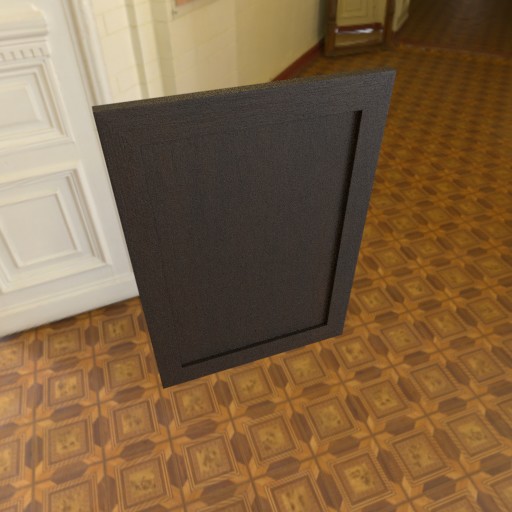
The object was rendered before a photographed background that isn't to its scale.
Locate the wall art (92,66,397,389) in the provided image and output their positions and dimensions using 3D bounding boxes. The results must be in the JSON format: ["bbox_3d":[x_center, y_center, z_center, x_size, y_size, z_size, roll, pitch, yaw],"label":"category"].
[{"bbox_3d":[0.000,0.000,0.672,0.359,0.513,0.017,-14,43,-15],"label":"wall art"}]
